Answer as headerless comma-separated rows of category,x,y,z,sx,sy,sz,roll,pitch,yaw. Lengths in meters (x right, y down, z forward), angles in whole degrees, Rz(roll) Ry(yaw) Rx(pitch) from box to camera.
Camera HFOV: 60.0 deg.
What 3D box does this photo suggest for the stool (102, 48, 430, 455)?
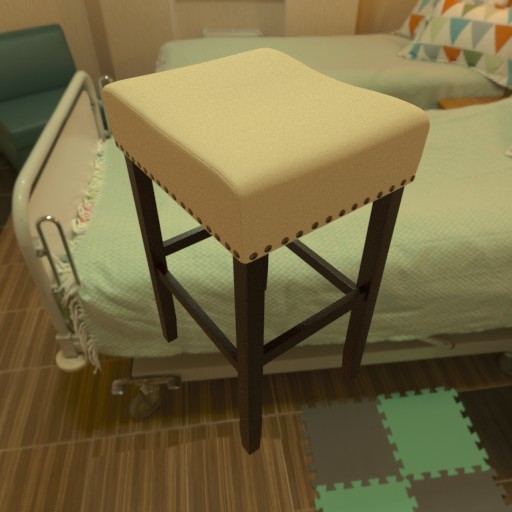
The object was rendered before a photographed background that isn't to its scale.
stool,0.000,0.000,1.033,0.401,0.762,0.471,-26,48,-27
